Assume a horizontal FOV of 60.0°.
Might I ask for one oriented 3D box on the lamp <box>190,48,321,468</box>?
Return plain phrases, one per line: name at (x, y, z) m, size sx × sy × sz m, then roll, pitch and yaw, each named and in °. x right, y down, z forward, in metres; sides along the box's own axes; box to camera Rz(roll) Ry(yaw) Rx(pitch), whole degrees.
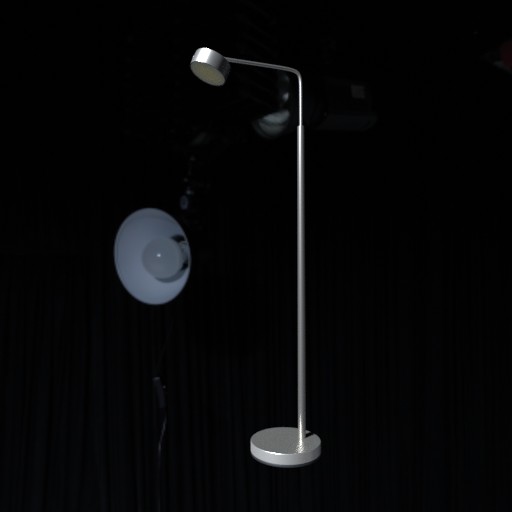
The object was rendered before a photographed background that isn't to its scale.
lamp at (0.000, 0.000, 1.400) m, size 0.421 × 1.250 × 0.222 m, roll 1°, pitch -2°, yaw -18°
